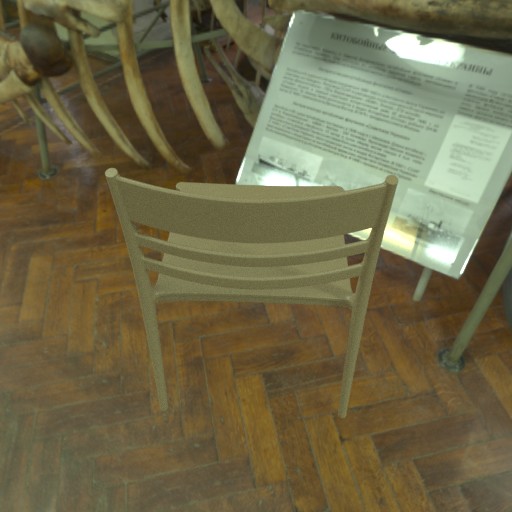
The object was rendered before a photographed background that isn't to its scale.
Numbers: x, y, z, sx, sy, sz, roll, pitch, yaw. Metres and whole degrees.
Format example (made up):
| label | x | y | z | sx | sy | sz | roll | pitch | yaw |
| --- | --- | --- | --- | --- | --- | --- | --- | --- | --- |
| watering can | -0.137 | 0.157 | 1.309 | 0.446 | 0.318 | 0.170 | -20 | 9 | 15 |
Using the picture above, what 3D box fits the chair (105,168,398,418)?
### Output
| label | x | y | z | sx | sy | sz | roll | pitch | yaw |
| --- | --- | --- | --- | --- | --- | --- | --- | --- | --- |
| chair | 0.000 | 0.000 | 1.140 | 0.531 | 0.800 | 0.511 | 2 | 46 | 2 |
